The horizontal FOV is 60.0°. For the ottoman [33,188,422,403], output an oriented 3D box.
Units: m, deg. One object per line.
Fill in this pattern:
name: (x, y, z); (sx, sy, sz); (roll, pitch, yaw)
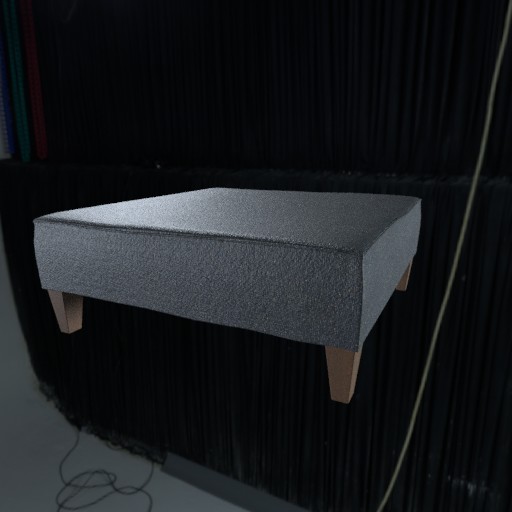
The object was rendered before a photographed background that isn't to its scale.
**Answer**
ottoman: (0.000, 0.000, 1.545); (0.968, 0.382, 1.004); (7, 16, 25)
